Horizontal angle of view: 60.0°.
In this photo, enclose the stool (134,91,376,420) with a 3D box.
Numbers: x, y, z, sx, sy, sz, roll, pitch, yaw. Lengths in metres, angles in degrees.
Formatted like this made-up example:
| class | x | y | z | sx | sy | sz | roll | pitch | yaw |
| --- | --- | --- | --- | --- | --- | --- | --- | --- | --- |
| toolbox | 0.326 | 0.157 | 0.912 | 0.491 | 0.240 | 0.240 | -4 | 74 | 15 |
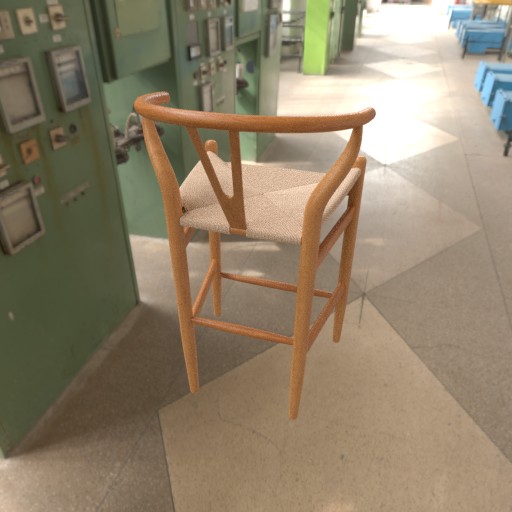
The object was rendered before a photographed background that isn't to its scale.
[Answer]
| class | x | y | z | sx | sy | sz | roll | pitch | yaw |
| --- | --- | --- | --- | --- | --- | --- | --- | --- | --- |
| stool | 0.000 | 0.000 | 1.315 | 0.569 | 0.970 | 0.579 | 10 | 34 | 15 |
